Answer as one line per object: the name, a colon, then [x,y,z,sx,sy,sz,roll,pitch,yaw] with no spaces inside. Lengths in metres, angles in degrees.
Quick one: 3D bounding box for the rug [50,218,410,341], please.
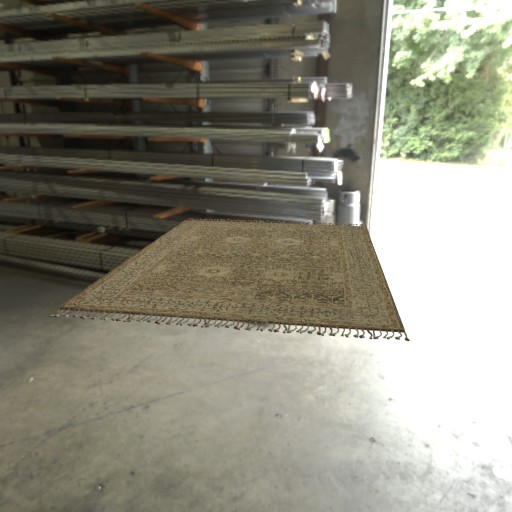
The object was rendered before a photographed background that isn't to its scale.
rug: [0.000,0.000,4.449,2.431,0.017,3.291,3,17,8]
